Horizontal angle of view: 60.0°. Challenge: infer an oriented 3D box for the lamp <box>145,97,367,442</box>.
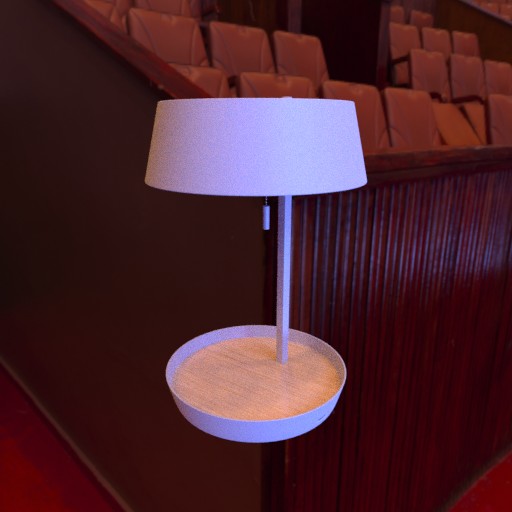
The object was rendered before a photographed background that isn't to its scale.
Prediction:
[{"bbox_3d":[0.000,0.000,0.628,0.291,0.429,0.291,0,17,0],"label":"lamp"}]
